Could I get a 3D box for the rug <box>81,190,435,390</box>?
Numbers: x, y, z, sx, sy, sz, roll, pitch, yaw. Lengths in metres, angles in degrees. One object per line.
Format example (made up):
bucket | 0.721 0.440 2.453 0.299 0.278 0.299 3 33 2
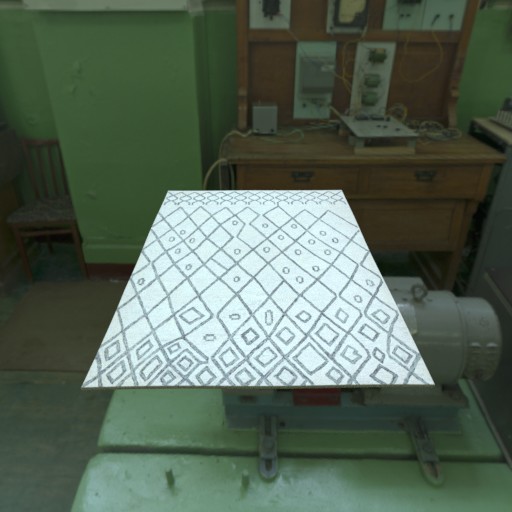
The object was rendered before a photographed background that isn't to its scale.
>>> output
rug | 0.000 0.000 2.316 1.222 0.015 1.828 0 30 0
